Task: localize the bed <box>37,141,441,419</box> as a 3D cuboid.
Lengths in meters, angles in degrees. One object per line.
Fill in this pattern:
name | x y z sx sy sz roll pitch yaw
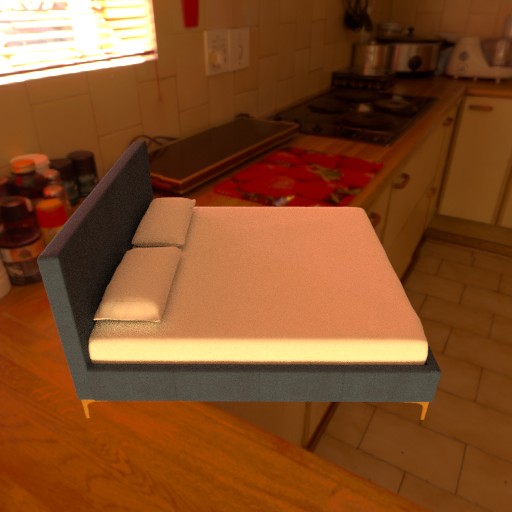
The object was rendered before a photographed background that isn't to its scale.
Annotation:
bed | 0.000 0.000 3.439 2.232 1.231 2.096 0 31 0
